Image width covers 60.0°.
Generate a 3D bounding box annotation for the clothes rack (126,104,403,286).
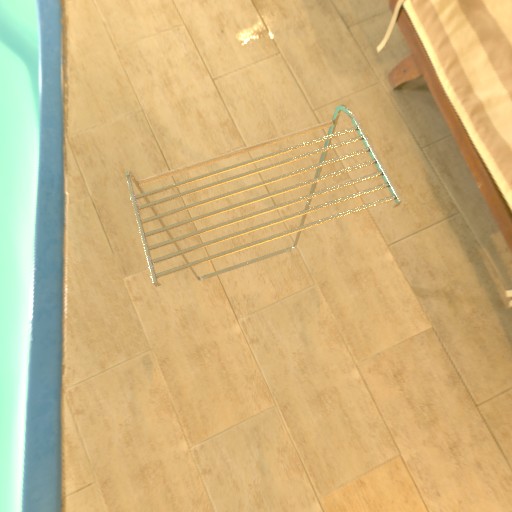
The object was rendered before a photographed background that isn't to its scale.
[{"bbox_3d":[0.000,0.000,1.811,0.609,1.574,0.349,-18,76,-5],"label":"clothes rack"}]
